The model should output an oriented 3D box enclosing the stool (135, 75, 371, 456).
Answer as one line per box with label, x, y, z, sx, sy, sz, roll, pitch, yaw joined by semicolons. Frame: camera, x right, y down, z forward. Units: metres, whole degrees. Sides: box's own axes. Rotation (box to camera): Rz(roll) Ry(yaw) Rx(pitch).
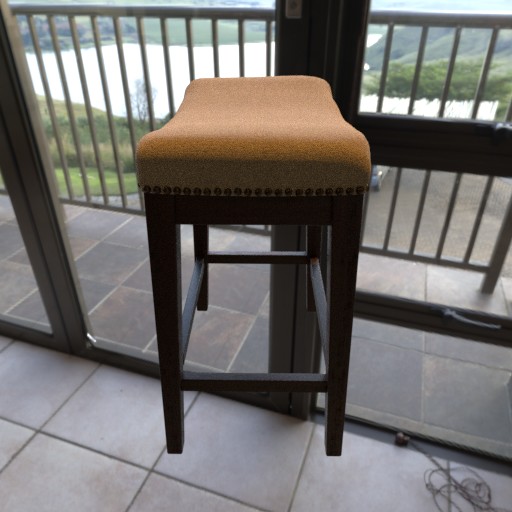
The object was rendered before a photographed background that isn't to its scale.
stool;0.000;0.000;0.967;0.363;0.669;0.509;0;31;1
